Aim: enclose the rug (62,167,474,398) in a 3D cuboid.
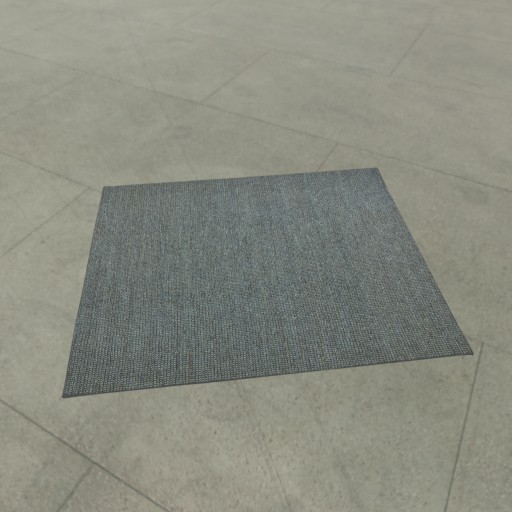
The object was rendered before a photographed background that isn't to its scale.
[{"bbox_3d":[0.000,0.000,4.092,3.068,0.021,2.456,-5,47,-5],"label":"rug"}]
